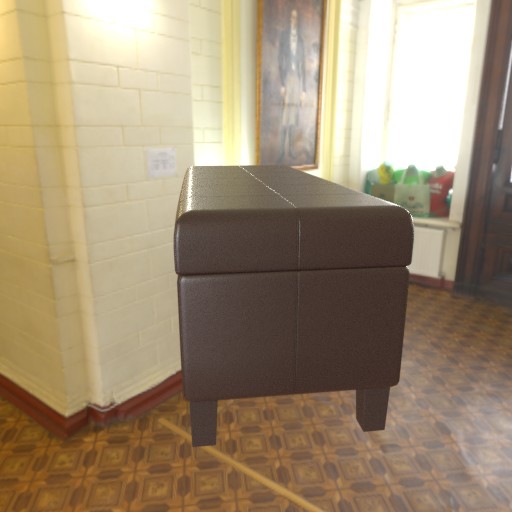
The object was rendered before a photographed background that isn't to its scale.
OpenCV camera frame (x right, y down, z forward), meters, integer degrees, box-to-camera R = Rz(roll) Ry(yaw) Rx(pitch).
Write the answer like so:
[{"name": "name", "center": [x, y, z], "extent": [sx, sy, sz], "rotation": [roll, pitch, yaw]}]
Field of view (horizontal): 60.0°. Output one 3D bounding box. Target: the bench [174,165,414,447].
[{"name": "bench", "center": [0.000, 0.000, 1.315], "extent": [0.429, 0.457, 1.092], "rotation": [-2, 16, -7]}]
